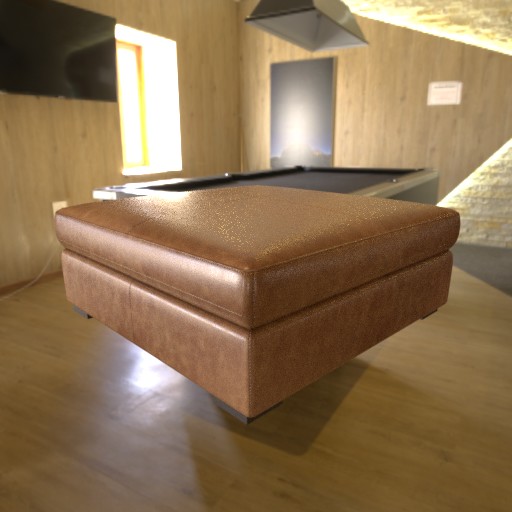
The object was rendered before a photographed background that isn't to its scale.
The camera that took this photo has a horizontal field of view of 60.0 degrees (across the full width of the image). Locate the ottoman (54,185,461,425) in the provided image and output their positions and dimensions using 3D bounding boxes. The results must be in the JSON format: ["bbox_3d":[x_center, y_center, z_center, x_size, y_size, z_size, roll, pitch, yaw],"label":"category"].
[{"bbox_3d":[0.000,0.000,1.815,1.169,0.483,1.168,-14,21,-42],"label":"ottoman"}]
